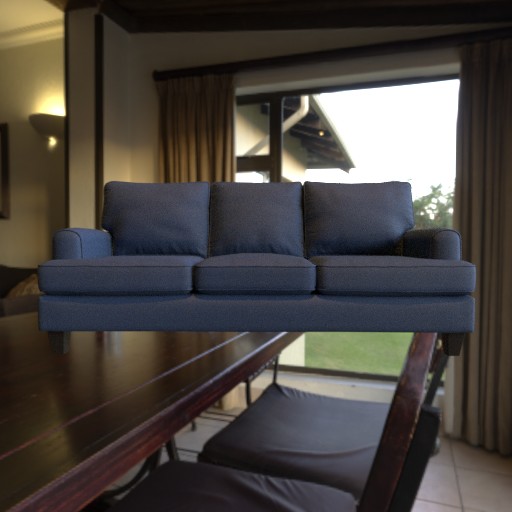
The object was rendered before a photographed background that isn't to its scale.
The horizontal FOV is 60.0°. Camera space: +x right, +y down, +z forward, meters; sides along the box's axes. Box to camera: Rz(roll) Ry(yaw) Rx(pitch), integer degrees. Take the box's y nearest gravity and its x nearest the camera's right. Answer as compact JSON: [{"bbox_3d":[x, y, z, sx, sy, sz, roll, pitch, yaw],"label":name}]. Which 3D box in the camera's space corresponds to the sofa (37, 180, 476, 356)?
[{"bbox_3d":[0.000,0.000,2.599,2.158,0.965,0.951,0,2,1],"label":"sofa"}]
